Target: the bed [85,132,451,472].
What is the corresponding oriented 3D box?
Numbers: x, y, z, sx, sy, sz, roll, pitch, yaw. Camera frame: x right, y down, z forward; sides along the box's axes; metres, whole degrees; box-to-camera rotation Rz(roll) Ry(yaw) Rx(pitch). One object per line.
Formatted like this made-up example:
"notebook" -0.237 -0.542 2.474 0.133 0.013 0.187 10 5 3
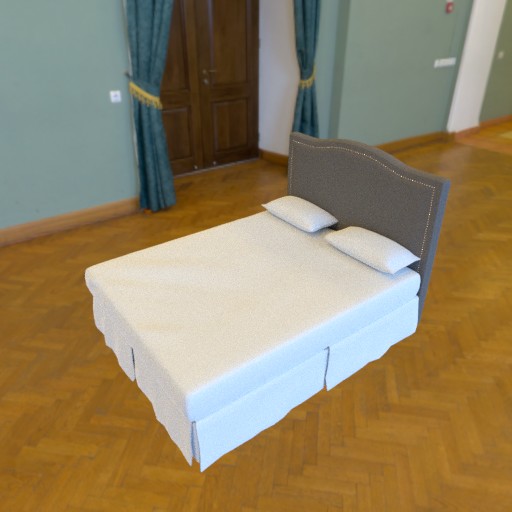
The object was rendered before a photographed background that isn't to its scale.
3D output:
"bed" 0.000 0.000 3.509 2.282 1.436 1.821 -21 36 -31
